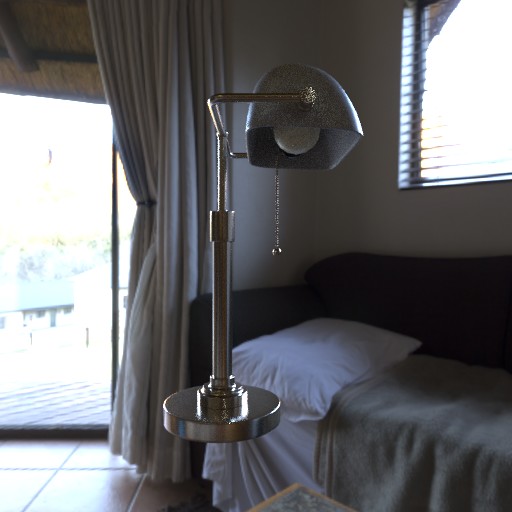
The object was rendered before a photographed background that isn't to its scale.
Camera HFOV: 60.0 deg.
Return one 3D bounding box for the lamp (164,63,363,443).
[{"bbox_3d":[0.000,0.000,0.549,0.227,0.404,0.269,0,0,0],"label":"lamp"}]
